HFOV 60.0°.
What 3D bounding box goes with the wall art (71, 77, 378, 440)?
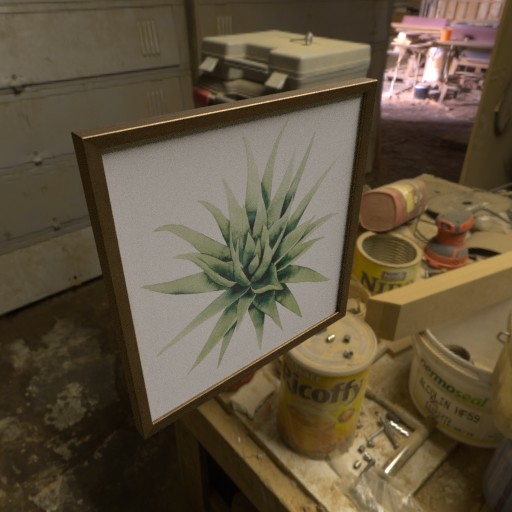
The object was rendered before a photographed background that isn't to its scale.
[{"bbox_3d":[0.000,0.000,0.746,0.503,0.506,0.030,-24,39,-33],"label":"wall art"}]
